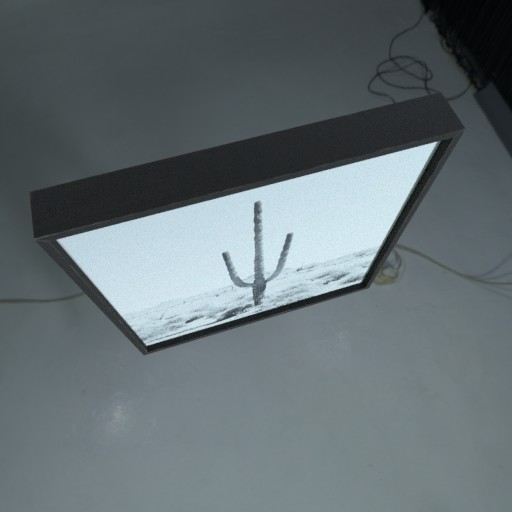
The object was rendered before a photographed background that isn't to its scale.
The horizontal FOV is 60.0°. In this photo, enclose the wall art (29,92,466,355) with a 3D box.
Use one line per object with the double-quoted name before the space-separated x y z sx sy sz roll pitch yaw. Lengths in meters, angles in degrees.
"wall art" 0.000 0.000 0.444 0.305 0.305 0.038 -16 65 -8
